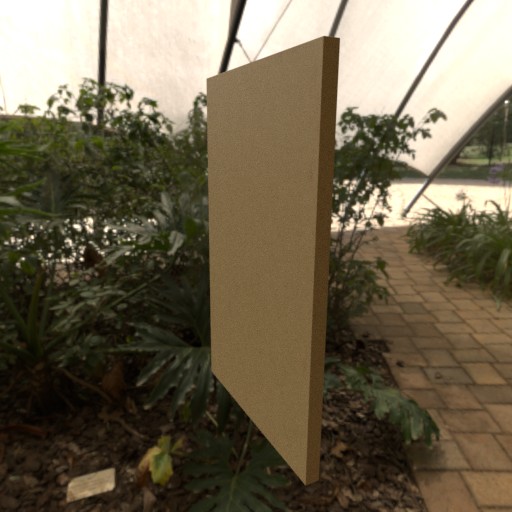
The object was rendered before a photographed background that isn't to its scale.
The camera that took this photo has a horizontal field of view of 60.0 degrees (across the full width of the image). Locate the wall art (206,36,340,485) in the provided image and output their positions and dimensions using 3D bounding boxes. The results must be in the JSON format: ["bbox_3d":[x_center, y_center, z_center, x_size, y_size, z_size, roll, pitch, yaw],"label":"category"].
[{"bbox_3d":[0.000,0.000,1.000,0.039,0.810,0.510,-7,16,-26],"label":"wall art"}]
